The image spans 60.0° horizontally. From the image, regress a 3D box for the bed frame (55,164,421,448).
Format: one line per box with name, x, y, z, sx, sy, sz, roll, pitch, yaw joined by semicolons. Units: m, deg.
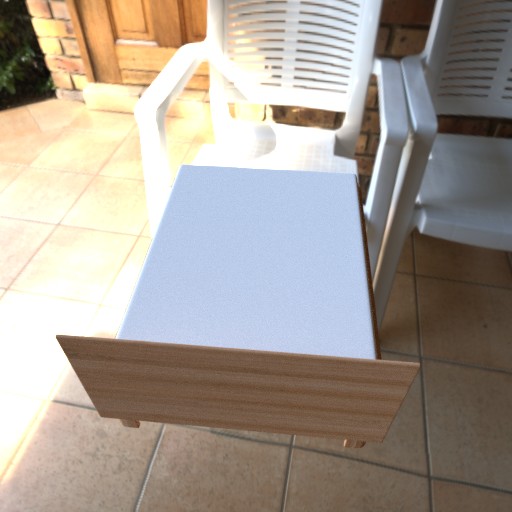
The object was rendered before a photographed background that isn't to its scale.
bed frame;0.000;0.000;2.796;1.472;0.940;1.992;4;46;4
